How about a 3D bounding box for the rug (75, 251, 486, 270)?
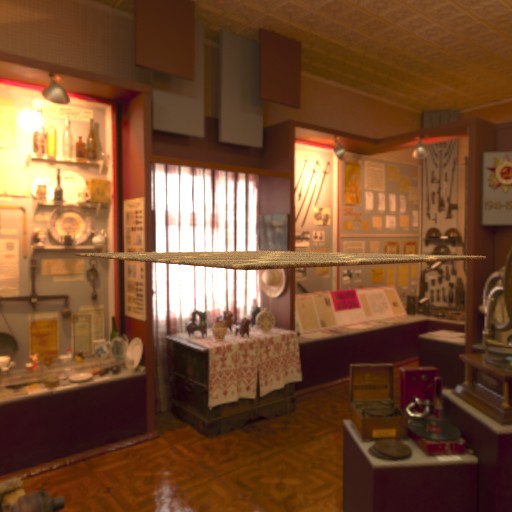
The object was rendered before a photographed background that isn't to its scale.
[{"bbox_3d":[0.000,0.000,4.035,2.399,0.026,3.000,-1,2,-37],"label":"rug"}]
